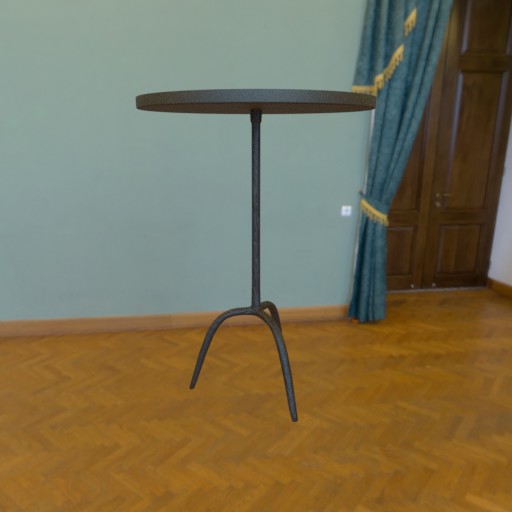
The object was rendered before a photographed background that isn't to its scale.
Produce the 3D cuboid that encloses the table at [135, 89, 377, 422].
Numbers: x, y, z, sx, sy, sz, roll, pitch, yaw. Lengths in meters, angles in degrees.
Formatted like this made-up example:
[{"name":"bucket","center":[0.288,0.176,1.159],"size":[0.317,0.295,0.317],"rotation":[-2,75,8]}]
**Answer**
[{"name":"table","center":[0.000,0.000,1.049],"size":[0.502,0.700,0.502],"rotation":[-2,16,-8]}]
